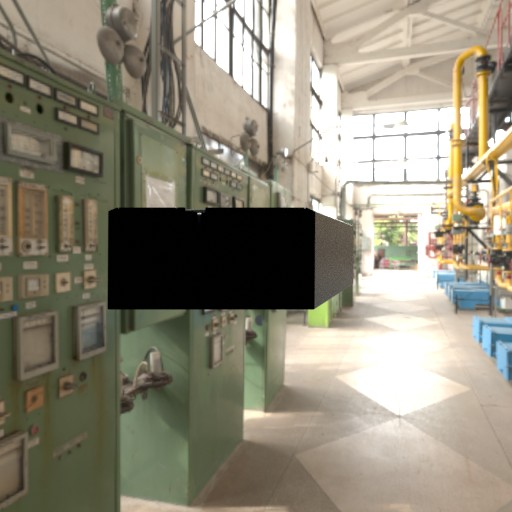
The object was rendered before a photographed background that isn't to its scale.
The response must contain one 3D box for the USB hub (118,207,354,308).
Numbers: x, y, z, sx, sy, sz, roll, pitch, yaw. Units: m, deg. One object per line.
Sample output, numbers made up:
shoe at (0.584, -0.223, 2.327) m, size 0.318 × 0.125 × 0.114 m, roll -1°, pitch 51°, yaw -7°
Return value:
USB hub at (0.000, 0.000, 0.129) m, size 0.044 × 0.023 × 0.110 m, roll 0°, pitch 1°, yaw 19°
